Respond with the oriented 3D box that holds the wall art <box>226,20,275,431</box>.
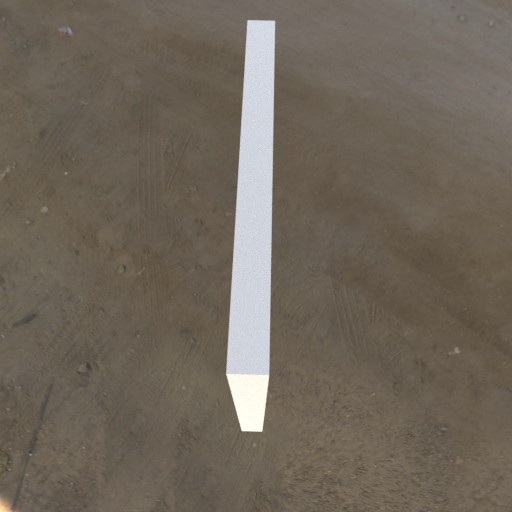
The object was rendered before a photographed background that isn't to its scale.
[{"bbox_3d":[0.000,0.000,0.451,0.024,0.304,0.304,2,63,1],"label":"wall art"}]
